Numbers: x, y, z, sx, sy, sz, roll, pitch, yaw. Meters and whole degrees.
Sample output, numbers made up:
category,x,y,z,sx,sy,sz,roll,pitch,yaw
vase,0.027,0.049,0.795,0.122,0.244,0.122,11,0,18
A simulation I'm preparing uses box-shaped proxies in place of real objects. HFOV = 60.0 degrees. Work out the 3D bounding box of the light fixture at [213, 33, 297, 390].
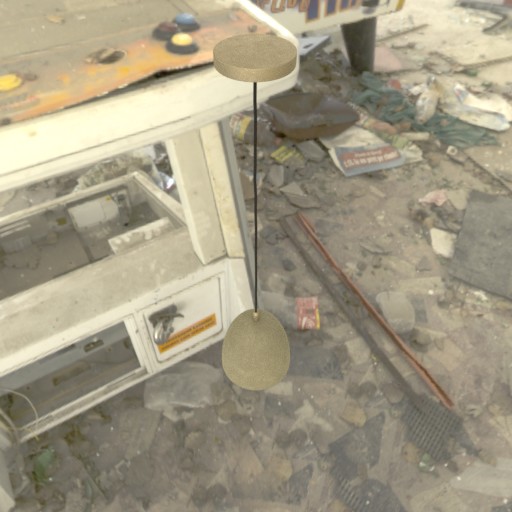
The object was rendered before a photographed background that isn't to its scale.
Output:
category,x,y,z,sx,sy,sz,roll,pitch,yaw
light fixture,0.000,0.000,0.833,0.170,0.759,0.170,-4,47,-3
